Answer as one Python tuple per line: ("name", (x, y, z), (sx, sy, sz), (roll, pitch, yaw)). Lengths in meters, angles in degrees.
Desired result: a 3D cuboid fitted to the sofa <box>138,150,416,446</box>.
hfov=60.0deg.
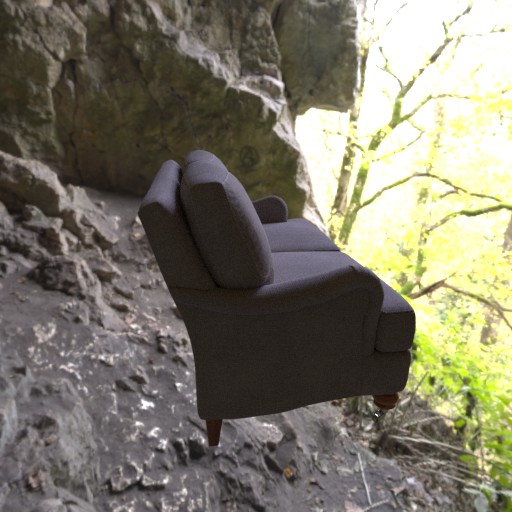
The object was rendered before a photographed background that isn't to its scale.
("sofa", (0.000, 0.000, 2.538), (1.084, 1.101, 1.853), (-3, 17, -8))
